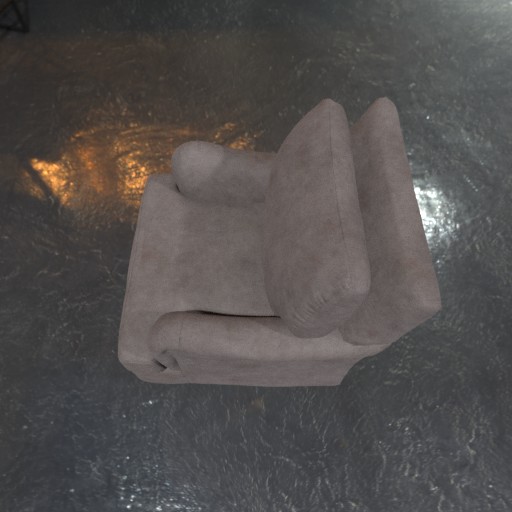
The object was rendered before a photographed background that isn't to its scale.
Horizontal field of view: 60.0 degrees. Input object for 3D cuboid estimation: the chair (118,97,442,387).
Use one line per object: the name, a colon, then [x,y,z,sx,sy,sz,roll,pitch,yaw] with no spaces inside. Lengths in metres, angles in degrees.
chair: [0.000,0.000,1.849,1.070,0.997,0.955,0,59,0]
